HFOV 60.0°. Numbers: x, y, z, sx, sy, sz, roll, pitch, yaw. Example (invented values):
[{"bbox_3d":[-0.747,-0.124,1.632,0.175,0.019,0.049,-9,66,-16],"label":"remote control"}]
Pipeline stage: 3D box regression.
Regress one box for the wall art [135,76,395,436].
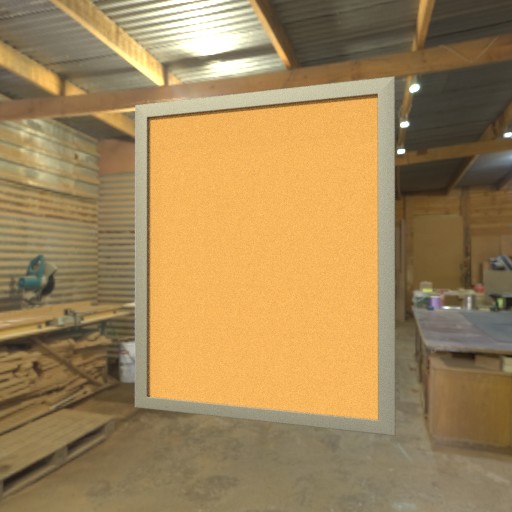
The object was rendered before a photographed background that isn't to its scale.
[{"bbox_3d":[0.000,0.000,0.766,0.458,0.558,0.029,0,0,17],"label":"wall art"}]
